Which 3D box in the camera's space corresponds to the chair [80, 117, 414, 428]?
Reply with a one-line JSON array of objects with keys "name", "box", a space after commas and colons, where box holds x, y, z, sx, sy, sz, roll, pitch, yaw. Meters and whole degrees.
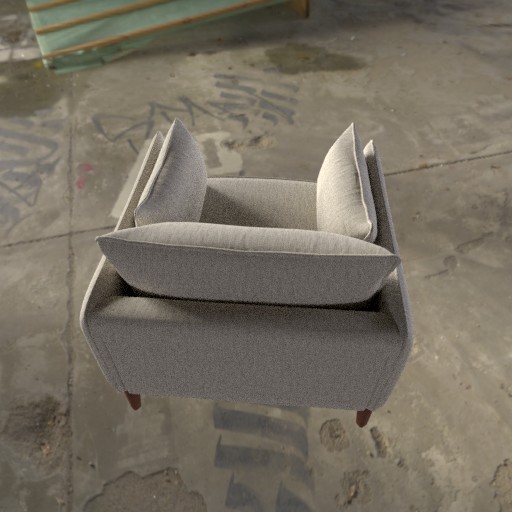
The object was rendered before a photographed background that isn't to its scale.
[{"name": "chair", "box": [0.000, 0.000, 1.688, 0.994, 0.855, 0.991, 3, 47, 3]}]
